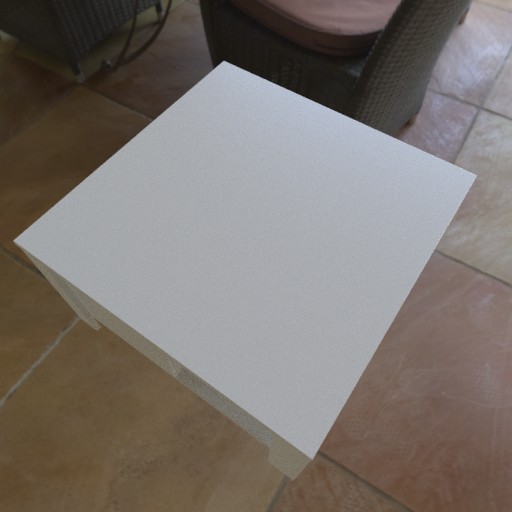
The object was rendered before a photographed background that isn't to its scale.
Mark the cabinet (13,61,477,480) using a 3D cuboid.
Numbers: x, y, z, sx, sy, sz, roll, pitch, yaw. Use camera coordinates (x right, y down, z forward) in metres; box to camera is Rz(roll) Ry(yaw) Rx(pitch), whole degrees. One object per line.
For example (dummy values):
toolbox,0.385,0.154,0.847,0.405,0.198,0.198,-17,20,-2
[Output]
cabinet,0.000,0.000,1.262,0.800,0.460,0.800,31,64,17
